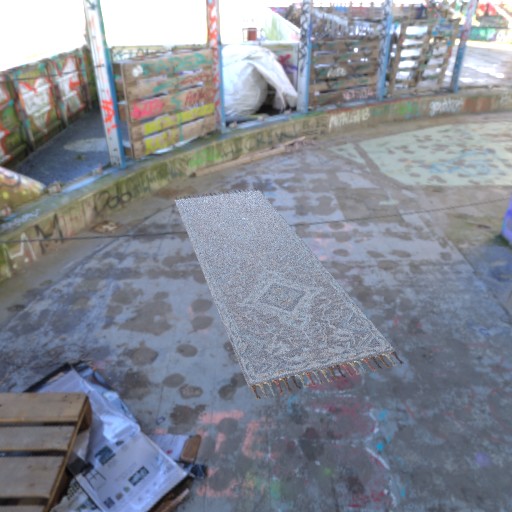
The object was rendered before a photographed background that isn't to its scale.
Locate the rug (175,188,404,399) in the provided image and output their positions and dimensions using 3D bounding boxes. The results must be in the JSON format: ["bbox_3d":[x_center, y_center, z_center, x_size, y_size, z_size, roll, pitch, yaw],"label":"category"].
[{"bbox_3d":[0.000,0.000,2.894,1.324,0.018,2.378,-1,30,-1],"label":"rug"}]
